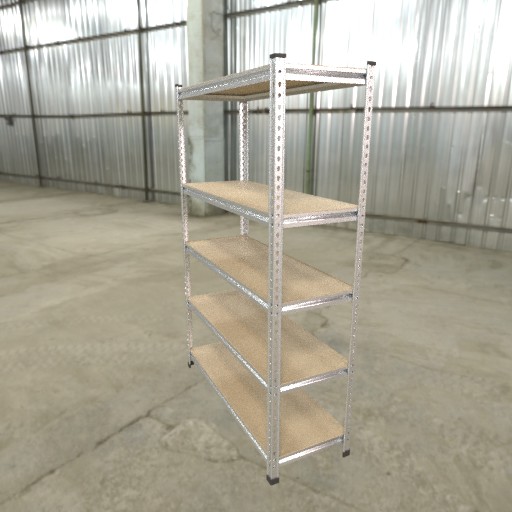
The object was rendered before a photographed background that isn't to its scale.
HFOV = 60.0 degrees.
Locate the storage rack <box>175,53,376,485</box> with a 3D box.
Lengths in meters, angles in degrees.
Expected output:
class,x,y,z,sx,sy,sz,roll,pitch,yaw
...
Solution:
class,x,y,z,sx,sy,sz,roll,pitch,yaw
storage rack,0.000,0.000,2.408,0.457,1.829,1.219,-8,17,-25
